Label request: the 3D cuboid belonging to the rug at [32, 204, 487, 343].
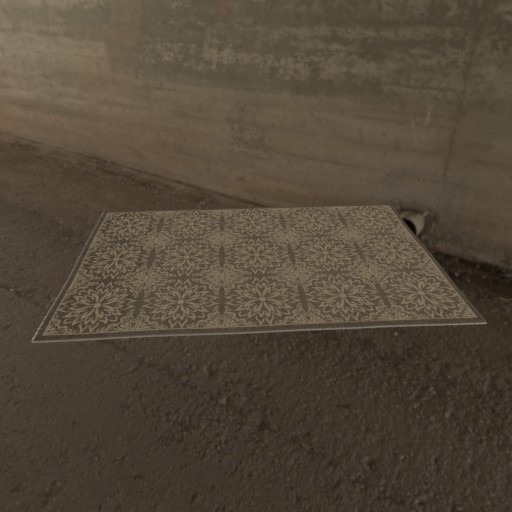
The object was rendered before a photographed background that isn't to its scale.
[{"bbox_3d":[0.000,0.000,3.446,2.746,0.018,1.819,-2,30,-3],"label":"rug"}]
